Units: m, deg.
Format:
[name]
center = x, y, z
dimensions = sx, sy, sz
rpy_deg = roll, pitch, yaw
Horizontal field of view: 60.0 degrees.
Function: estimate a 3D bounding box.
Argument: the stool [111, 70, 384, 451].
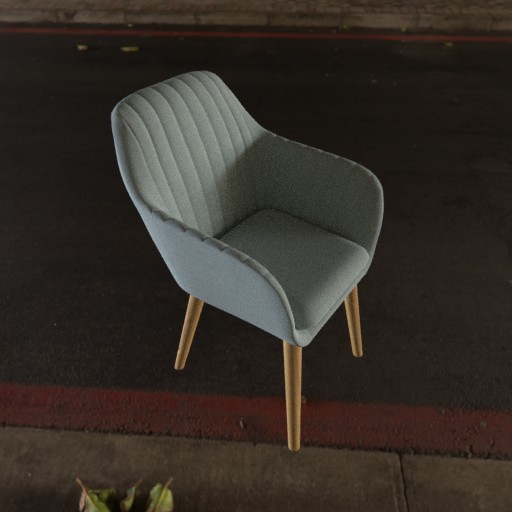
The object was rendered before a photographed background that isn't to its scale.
[stool]
center = 0.000, 0.000, 1.220
dimensions = 0.590, 0.830, 0.503
rpy_deg = 25, 46, 27
